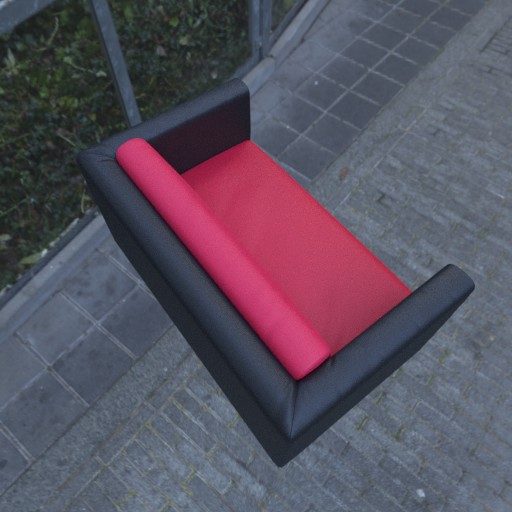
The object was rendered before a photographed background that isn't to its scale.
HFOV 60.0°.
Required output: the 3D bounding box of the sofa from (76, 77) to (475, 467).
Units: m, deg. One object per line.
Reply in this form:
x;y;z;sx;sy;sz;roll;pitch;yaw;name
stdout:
0.000;0.000;1.928;0.845;0.735;1.410;-33;64;-19;sofa
